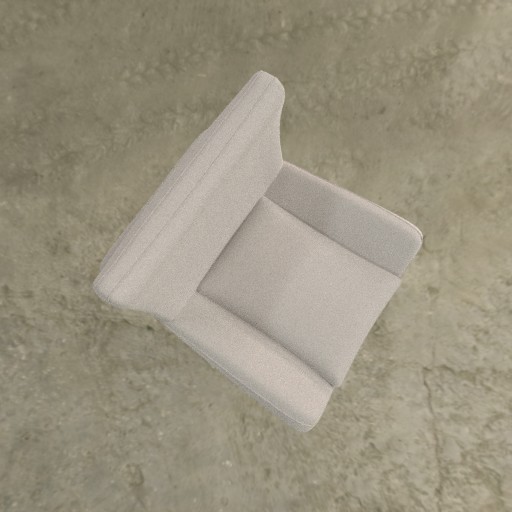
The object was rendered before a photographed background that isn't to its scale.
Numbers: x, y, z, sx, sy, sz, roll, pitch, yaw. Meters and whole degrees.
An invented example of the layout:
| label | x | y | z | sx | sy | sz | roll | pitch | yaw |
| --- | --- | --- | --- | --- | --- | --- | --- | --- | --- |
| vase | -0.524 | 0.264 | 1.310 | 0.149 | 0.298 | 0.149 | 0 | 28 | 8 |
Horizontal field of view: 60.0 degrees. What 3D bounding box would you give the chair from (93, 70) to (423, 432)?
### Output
| label | x | y | z | sx | sy | sz | roll | pitch | yaw |
| --- | --- | --- | --- | --- | --- | --- | --- | --- | --- |
| chair | 0.000 | 0.000 | 1.645 | 1.008 | 0.855 | 0.859 | 33 | 77 | 8 |
